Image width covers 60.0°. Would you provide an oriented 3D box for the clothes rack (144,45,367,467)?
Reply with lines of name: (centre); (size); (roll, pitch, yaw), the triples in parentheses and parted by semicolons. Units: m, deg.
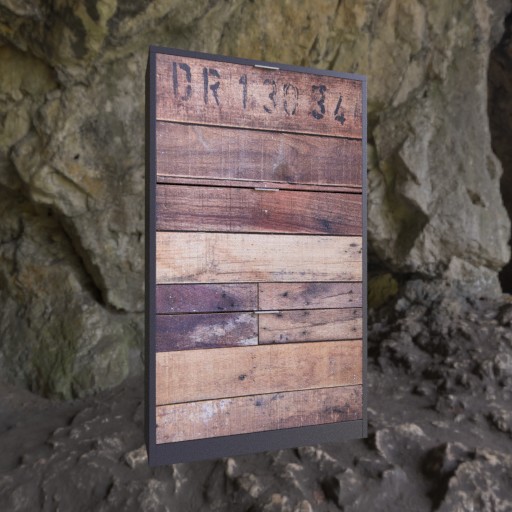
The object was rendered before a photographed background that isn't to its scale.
clothes rack: (0.000, 0.000, 1.566); (0.750, 1.280, 0.250); (0, 0, -17)
